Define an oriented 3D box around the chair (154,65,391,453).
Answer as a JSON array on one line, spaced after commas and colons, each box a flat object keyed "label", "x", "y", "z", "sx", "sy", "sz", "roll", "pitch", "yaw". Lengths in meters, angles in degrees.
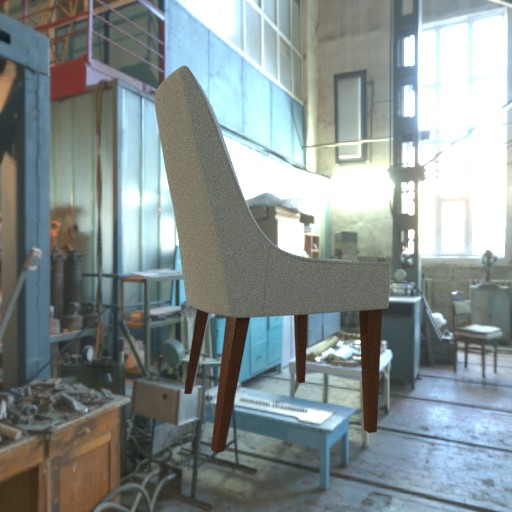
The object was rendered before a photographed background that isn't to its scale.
[{"label": "chair", "x": 0.000, "y": 0.000, "z": 1.220, "sx": 0.544, "sy": 0.861, "sz": 0.529, "roll": 0, "pitch": 0, "yaw": -17}]
